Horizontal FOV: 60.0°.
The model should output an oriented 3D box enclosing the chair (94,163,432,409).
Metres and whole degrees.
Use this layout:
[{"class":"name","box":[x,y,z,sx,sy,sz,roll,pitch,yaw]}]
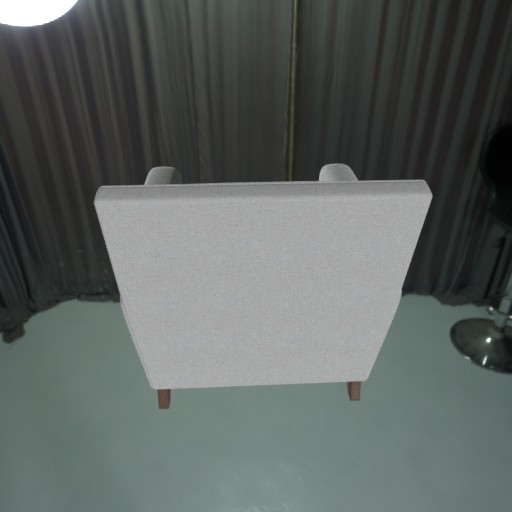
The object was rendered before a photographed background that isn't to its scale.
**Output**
[{"class":"chair","box":[0.000,0.000,1.571,0.840,0.846,0.871,-2,31,-3]}]
